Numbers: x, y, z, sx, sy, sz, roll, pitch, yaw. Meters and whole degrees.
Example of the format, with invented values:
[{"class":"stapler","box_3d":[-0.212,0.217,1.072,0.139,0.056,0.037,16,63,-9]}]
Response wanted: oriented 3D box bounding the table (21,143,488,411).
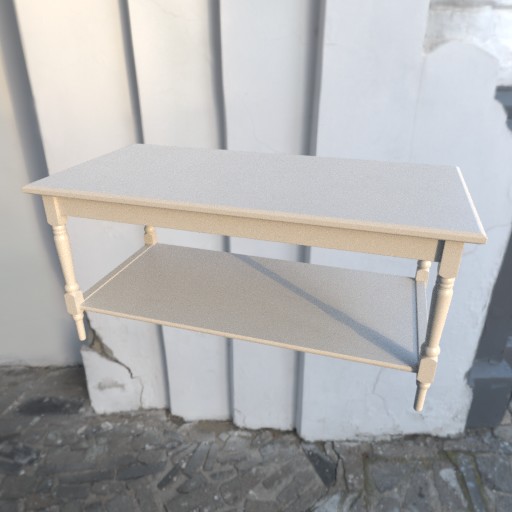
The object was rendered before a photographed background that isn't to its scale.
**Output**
[{"class":"table","box_3d":[0.000,0.000,1.351,1.109,0.506,0.551,8,27,15]}]
